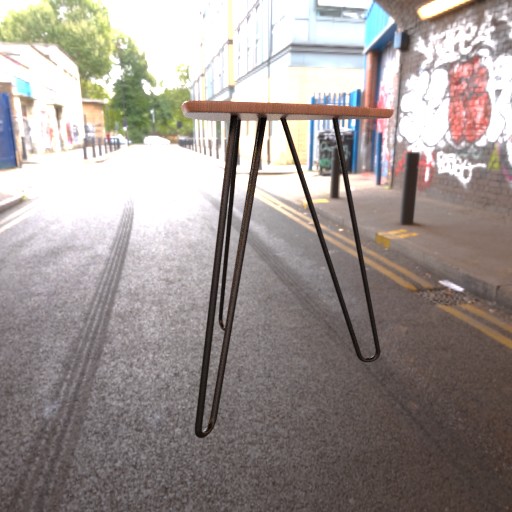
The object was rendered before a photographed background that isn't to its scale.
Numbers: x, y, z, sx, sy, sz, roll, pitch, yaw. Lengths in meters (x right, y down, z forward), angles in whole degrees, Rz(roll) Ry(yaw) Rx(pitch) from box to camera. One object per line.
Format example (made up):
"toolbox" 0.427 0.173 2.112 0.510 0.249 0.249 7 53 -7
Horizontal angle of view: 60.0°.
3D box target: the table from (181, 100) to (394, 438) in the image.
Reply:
"table" 0.000 0.000 0.888 0.442 0.564 0.455 8 17 26
